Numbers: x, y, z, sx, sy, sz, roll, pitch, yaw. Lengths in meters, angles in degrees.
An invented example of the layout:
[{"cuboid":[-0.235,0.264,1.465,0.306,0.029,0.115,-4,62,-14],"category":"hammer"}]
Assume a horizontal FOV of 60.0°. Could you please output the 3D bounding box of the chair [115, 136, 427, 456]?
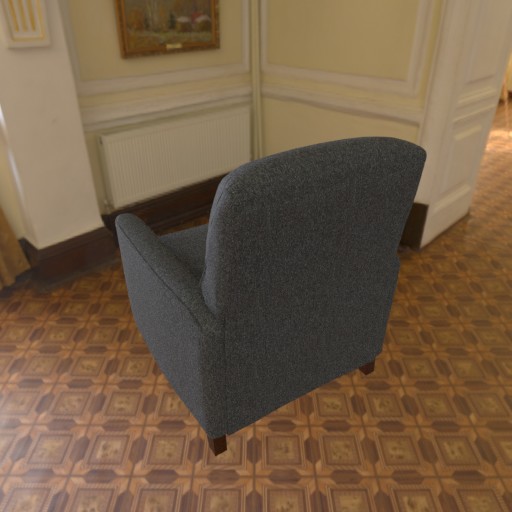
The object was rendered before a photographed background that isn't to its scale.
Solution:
[{"cuboid":[0.000,0.000,1.656,0.839,1.016,0.850,-18,35,-27],"category":"chair"}]
